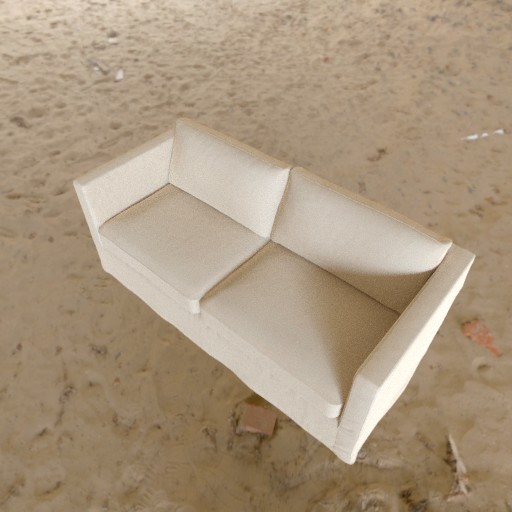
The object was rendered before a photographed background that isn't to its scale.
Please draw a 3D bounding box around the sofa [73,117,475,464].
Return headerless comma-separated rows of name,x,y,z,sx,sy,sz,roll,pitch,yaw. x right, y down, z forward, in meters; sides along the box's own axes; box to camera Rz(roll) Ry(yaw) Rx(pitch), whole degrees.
sofa,0.000,0.000,2.495,1.987,0.870,0.940,32,54,27
